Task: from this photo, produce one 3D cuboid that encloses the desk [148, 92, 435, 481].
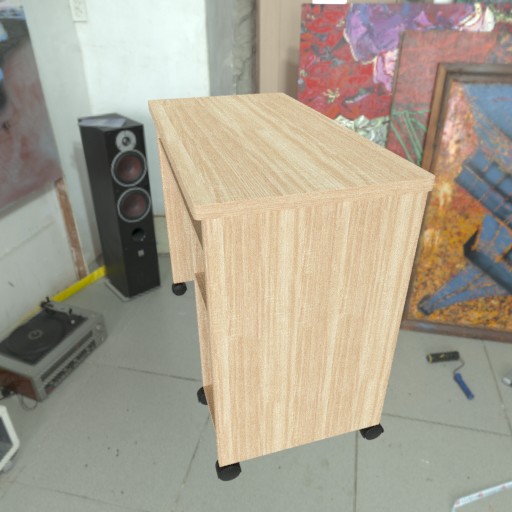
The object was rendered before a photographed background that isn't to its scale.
[{"bbox_3d":[0.000,0.000,1.346,0.480,0.770,0.884,-9,32,-14],"label":"desk"}]
